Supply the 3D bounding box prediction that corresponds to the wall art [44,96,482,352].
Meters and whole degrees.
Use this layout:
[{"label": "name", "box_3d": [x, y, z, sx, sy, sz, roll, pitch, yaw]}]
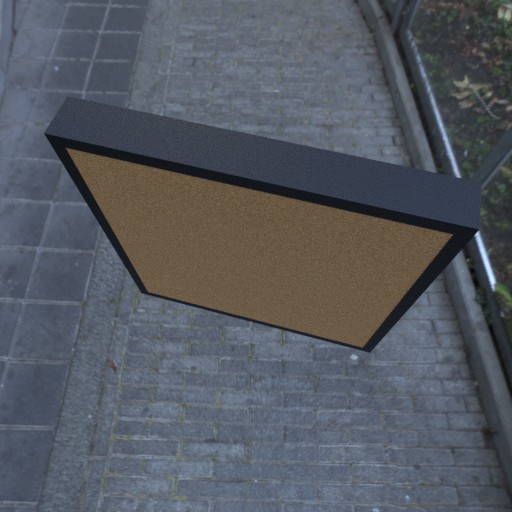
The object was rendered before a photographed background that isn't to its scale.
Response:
[{"label": "wall art", "box_3d": [0.000, 0.000, 0.443, 0.305, 0.304, 0.038, 14, 64, 7]}]
